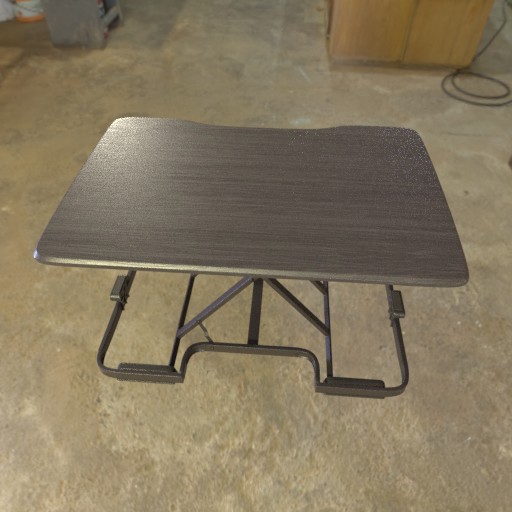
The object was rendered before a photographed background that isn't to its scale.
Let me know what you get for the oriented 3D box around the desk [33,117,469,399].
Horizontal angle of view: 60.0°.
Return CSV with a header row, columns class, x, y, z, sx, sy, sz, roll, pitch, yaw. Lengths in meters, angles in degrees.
class,x,y,z,sx,sy,sz,roll,pitch,yaw
desk,0.000,0.000,1.148,0.820,0.470,0.546,3,45,3
